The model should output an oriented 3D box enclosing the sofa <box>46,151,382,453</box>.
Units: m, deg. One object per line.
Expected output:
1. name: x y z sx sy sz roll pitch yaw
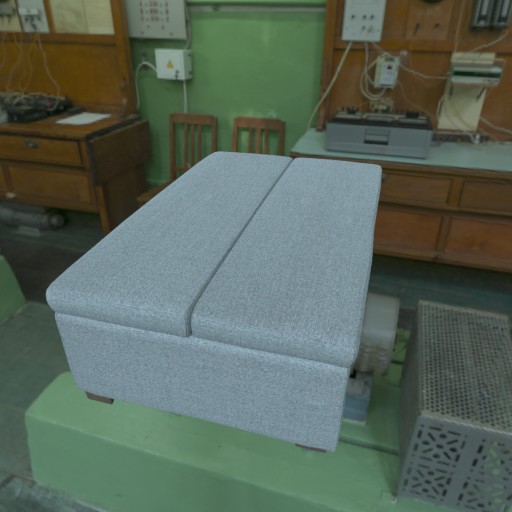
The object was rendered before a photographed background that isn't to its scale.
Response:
1. sofa: 0.000 0.000 1.635 0.817 0.434 1.250 8 31 14
